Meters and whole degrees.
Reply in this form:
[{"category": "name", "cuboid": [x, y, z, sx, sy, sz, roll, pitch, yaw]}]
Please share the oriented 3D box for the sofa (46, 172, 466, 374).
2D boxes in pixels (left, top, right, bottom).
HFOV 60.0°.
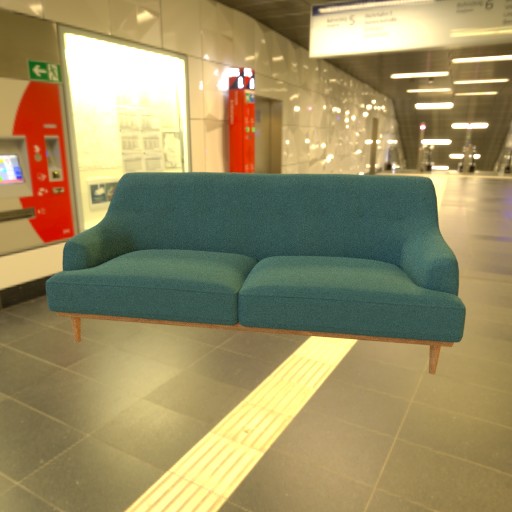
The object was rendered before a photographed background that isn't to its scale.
[{"category": "sofa", "cuboid": [0.000, 0.000, 2.524, 2.057, 0.871, 0.978, 3, 15, 10]}]
